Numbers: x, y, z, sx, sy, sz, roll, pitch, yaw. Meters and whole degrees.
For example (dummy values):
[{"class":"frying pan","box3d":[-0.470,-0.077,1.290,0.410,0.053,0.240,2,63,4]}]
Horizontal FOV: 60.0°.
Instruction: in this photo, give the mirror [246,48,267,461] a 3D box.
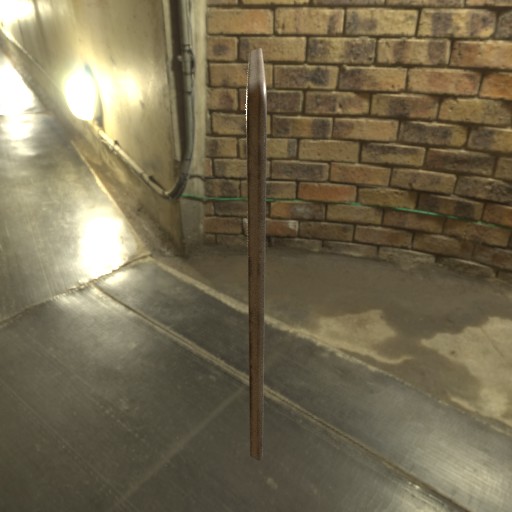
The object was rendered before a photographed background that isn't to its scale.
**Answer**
[{"class":"mirror","box3d":[0.000,0.000,0.874,0.024,0.713,0.461,0,31,0]}]
